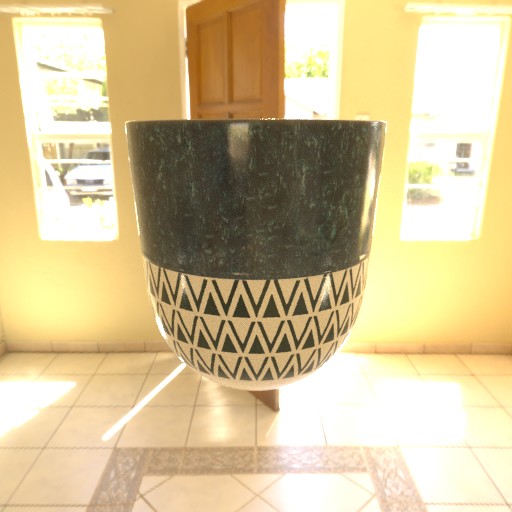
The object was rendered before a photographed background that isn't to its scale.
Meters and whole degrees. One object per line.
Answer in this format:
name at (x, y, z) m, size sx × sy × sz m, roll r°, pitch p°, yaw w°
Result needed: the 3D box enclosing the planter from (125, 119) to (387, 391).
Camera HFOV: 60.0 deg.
planter at (0.000, 0.000, 0.371) m, size 0.195 × 0.214 × 0.195 m, roll 0°, pitch 16°, yaw 0°
